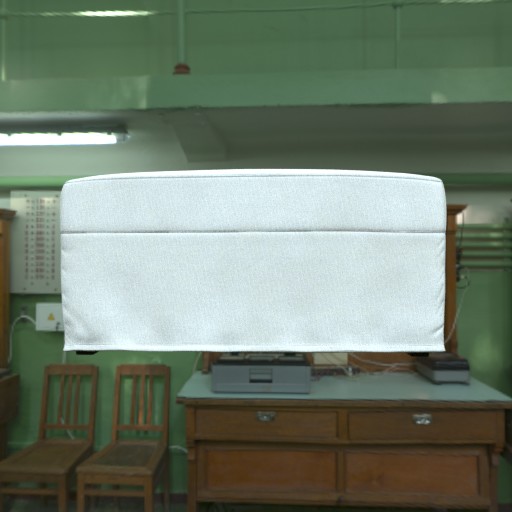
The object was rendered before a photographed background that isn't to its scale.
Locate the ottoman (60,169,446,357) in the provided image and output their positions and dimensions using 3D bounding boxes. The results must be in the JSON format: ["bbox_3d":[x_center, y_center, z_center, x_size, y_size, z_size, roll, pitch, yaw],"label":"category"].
[{"bbox_3d":[0.000,0.000,1.341,0.843,0.441,0.842,0,-1,1],"label":"ottoman"}]
